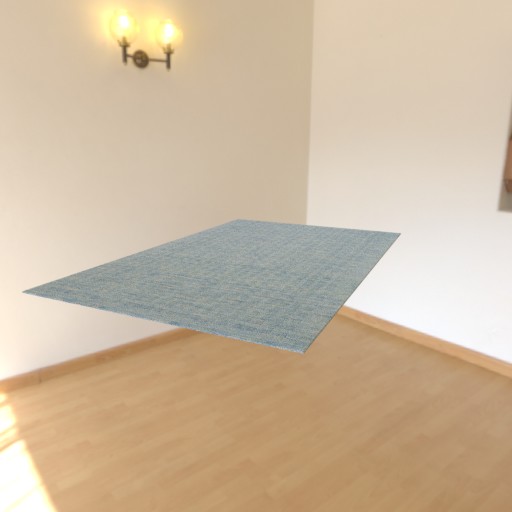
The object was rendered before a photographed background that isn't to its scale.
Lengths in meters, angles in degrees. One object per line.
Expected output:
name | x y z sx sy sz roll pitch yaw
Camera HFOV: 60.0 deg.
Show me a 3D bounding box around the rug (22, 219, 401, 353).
rug | 0.000 0.000 2.219 1.142 0.006 1.752 7 16 25
